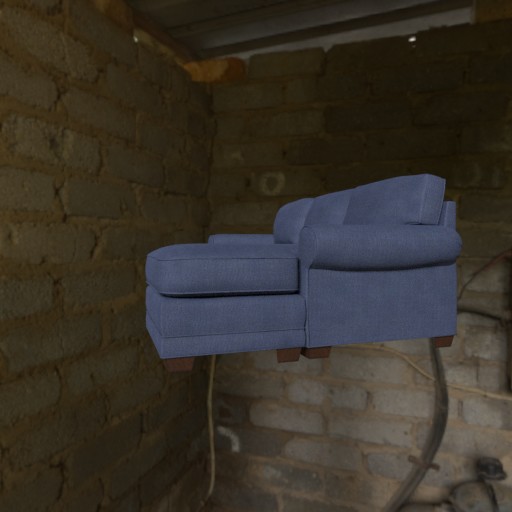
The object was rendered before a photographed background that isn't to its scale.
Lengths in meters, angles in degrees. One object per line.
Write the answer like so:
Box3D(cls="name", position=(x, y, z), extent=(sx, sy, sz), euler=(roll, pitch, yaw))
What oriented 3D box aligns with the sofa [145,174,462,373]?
Box3D(cls="sofa", position=(0.000, 0.000, 3.505), extent=(1.780, 1.063, 2.567), euler=(0, 1, -18))
